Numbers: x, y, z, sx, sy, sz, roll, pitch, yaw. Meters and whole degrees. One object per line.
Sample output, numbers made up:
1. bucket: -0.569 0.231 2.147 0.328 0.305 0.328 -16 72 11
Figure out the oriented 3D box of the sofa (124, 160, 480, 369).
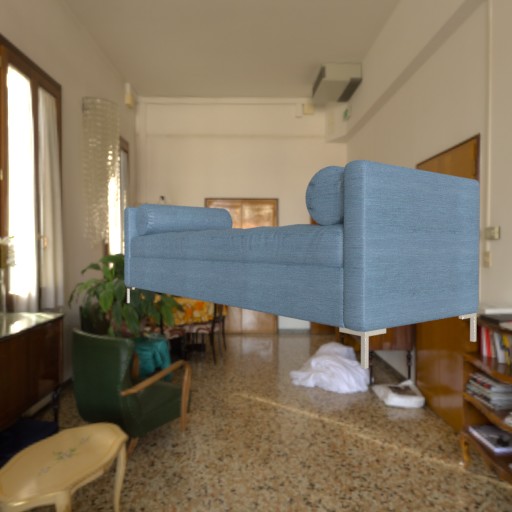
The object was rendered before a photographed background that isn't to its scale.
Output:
1. sofa: 0.000 0.000 2.297 0.686 0.635 1.981 -1 1 -37
